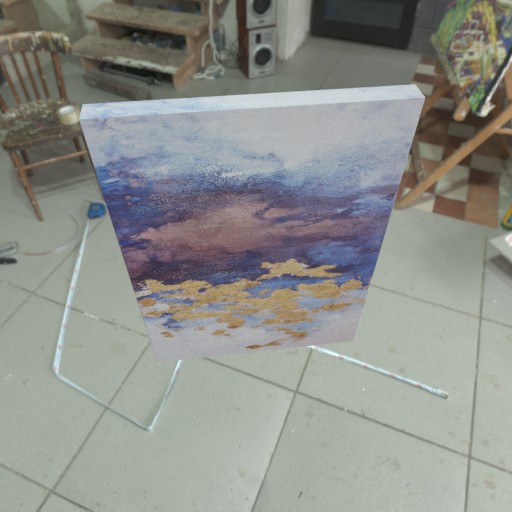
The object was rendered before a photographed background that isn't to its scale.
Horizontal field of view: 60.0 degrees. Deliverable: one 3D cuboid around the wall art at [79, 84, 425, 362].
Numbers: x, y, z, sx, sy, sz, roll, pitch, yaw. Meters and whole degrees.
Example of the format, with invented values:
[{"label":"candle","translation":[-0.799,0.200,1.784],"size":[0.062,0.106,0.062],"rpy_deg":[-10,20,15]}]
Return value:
[{"label":"wall art","translation":[0.000,0.000,0.778],"size":[0.437,0.581,0.036],"rpy_deg":[-5,47,-5]}]
